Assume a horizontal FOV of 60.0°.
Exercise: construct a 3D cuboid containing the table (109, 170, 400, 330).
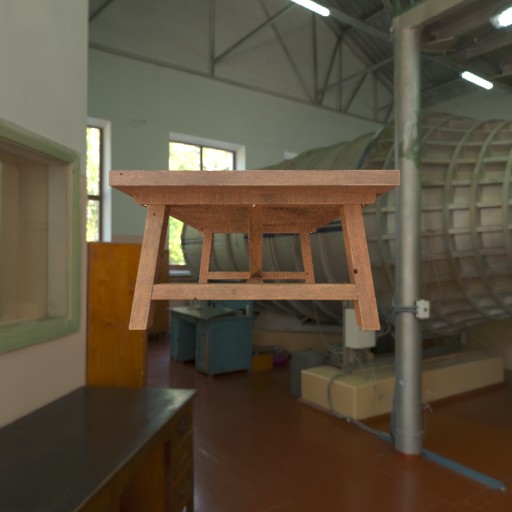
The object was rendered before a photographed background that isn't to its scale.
[{"bbox_3d":[0.000,0.000,2.144,0.820,0.465,1.800,0,-1,0],"label":"table"}]
